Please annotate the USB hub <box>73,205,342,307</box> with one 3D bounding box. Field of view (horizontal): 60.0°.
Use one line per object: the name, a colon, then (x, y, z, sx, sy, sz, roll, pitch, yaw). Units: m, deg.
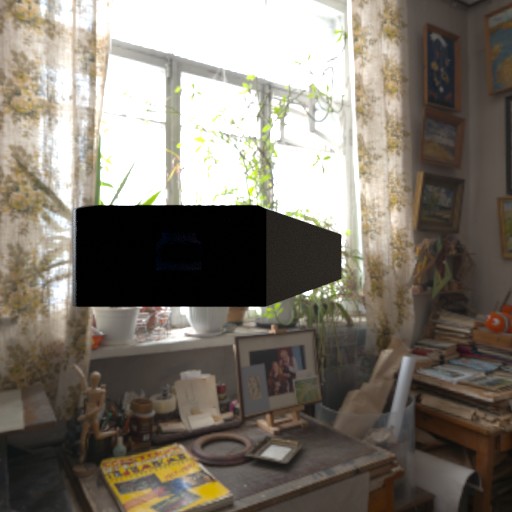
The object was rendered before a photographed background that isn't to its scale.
USB hub: (0.000, 0.000, 0.163, 0.044, 0.023, 0.145, 0, 0, 19)
